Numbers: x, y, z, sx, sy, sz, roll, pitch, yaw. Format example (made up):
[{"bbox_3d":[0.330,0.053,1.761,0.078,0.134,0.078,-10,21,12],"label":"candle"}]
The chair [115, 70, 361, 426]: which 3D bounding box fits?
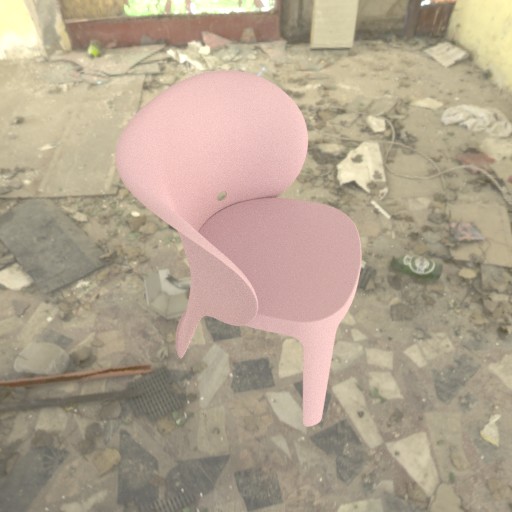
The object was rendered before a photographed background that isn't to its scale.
[{"bbox_3d":[0.000,0.000,0.868,0.402,0.554,0.451,10,47,10],"label":"chair"}]
